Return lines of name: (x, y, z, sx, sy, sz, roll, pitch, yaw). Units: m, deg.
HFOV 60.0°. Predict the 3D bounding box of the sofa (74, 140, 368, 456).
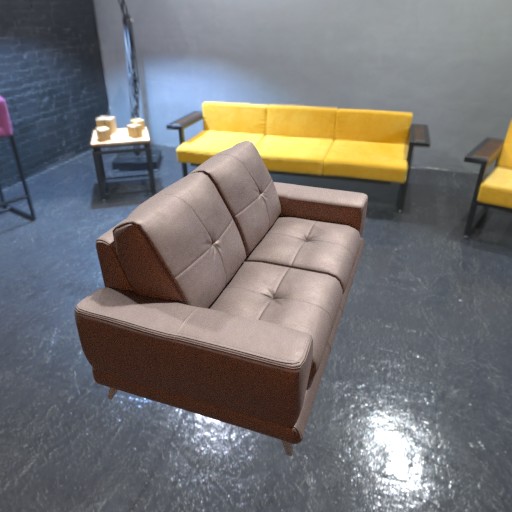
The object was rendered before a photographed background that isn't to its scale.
sofa: (0.000, 0.000, 2.458, 1.018, 0.907, 1.806, 10, 31, 17)
